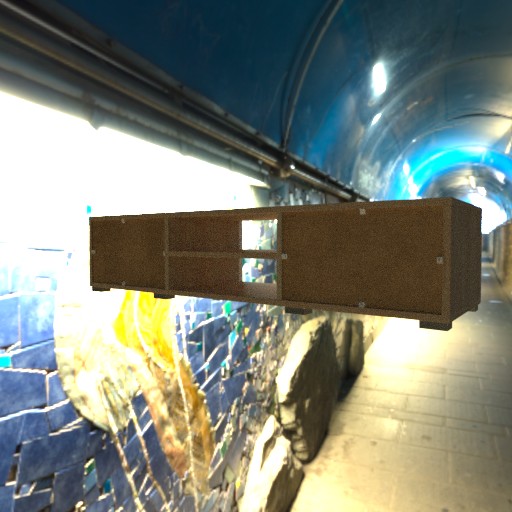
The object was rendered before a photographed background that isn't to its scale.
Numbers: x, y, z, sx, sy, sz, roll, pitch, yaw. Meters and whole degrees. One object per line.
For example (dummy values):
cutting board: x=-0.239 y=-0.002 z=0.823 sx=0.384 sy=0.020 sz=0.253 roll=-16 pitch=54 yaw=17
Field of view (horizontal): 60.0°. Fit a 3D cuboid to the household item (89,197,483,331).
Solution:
household item: x=0.000 y=0.000 z=1.593 sx=1.400 sy=0.310 sz=0.420 roll=1 pitch=2 yaw=36
